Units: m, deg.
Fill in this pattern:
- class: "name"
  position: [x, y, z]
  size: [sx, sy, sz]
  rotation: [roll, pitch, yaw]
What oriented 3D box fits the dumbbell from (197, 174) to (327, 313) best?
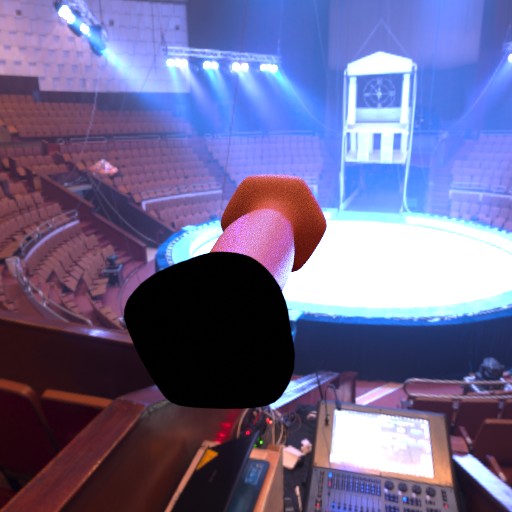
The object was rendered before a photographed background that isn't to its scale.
- class: "dumbbell"
  position: [0.000, 0.000, 0.144]
  size: [0.047, 0.043, 0.123]
  rotation: [2, 16, 8]
